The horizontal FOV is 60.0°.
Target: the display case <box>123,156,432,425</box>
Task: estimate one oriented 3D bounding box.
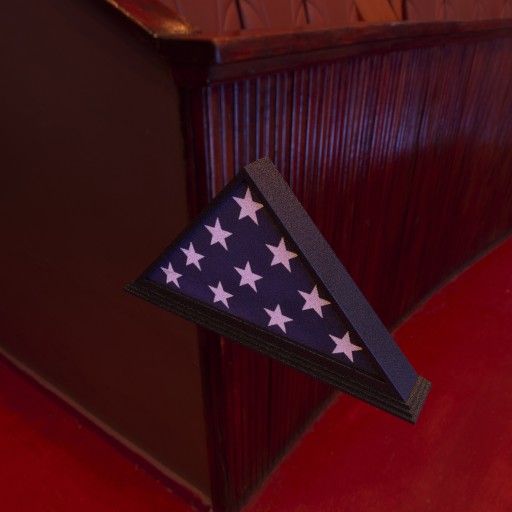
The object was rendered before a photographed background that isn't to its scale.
[{"bbox_3d":[0.000,0.000,0.771,0.640,0.340,0.095,19,35,29],"label":"display case"}]
